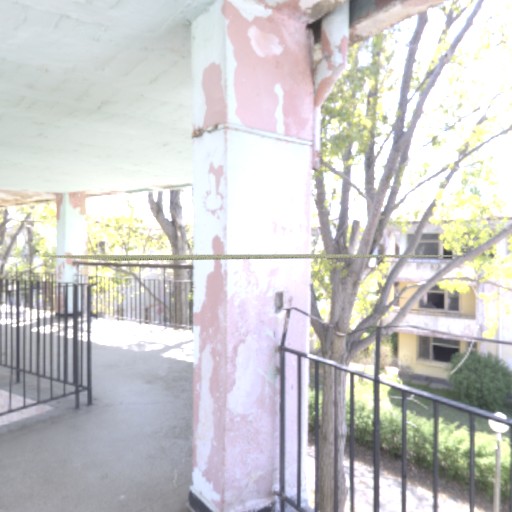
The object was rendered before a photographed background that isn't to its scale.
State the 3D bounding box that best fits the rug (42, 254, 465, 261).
[{"bbox_3d":[0.000,0.000,2.180,1.747,0.006,1.143,0,1,-35],"label":"rug"}]
